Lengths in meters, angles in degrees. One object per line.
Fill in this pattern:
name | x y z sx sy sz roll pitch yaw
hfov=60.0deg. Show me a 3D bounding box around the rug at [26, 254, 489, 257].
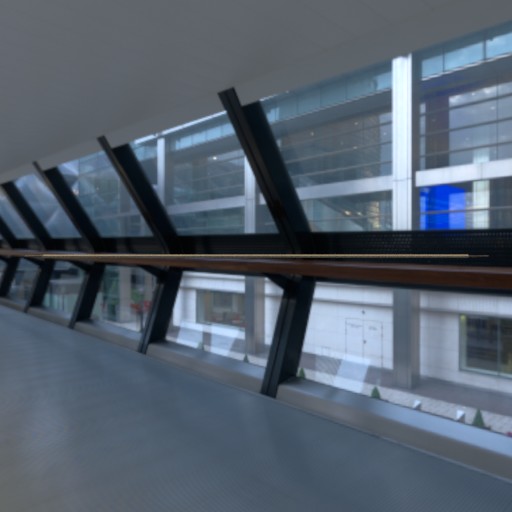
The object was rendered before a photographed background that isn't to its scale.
rug | 0.000 0.000 2.670 2.438 0.021 0.729 0 0 0
